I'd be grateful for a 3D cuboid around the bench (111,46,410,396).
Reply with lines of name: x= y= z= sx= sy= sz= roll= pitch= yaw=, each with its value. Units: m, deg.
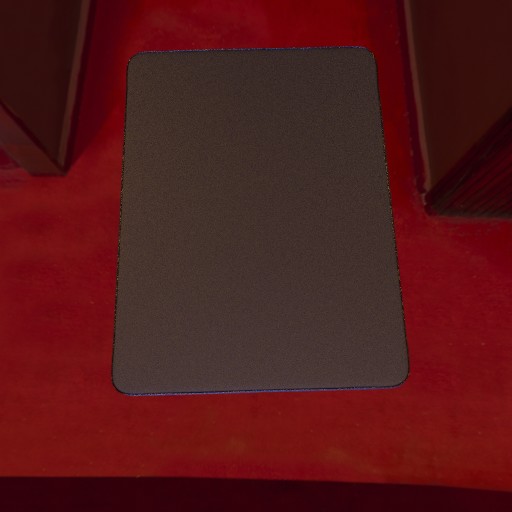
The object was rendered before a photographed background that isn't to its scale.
bench: x=0.000 y=0.000 z=0.758 sx=0.321 sy=0.500 sz=0.424 roll=-2 pitch=76 yaw=0
